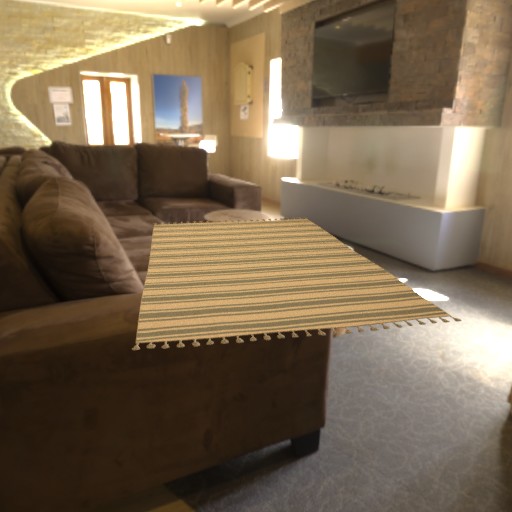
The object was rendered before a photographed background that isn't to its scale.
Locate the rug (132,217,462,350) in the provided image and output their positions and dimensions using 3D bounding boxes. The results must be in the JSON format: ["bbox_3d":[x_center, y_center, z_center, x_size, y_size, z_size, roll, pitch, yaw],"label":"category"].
[{"bbox_3d":[0.000,0.000,2.548,1.222,0.009,2.084,-3,16,-10],"label":"rug"}]
